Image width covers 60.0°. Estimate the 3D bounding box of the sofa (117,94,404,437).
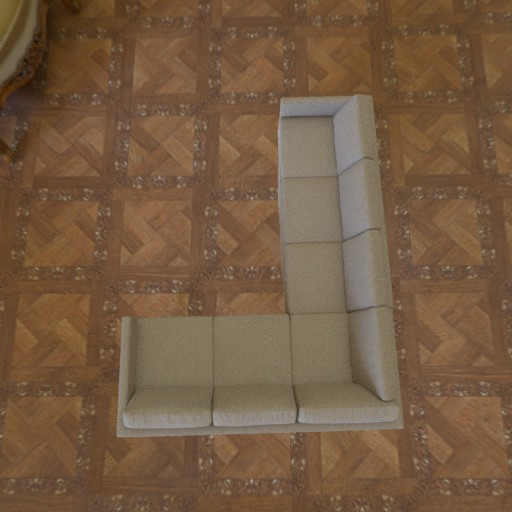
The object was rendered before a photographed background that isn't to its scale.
[{"bbox_3d":[0.000,0.000,4.320,2.432,0.871,3.182,-1,76,0],"label":"sofa"}]
